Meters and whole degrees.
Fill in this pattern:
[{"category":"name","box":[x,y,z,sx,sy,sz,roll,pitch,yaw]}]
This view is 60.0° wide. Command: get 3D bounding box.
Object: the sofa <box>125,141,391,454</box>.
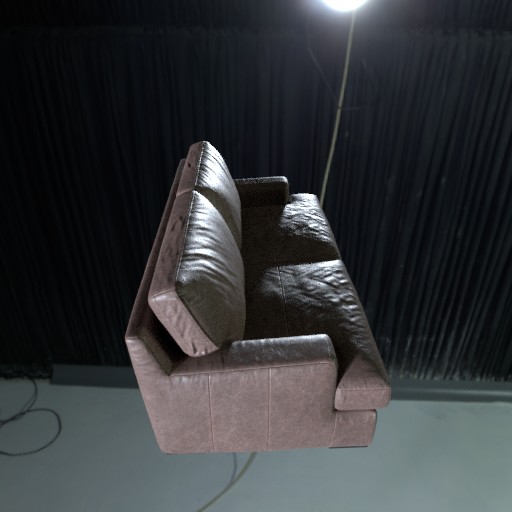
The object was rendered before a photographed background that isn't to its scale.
[{"category":"sofa","box":[0.000,0.000,2.837,1.143,0.941,2.261,-1,31,-2]}]
